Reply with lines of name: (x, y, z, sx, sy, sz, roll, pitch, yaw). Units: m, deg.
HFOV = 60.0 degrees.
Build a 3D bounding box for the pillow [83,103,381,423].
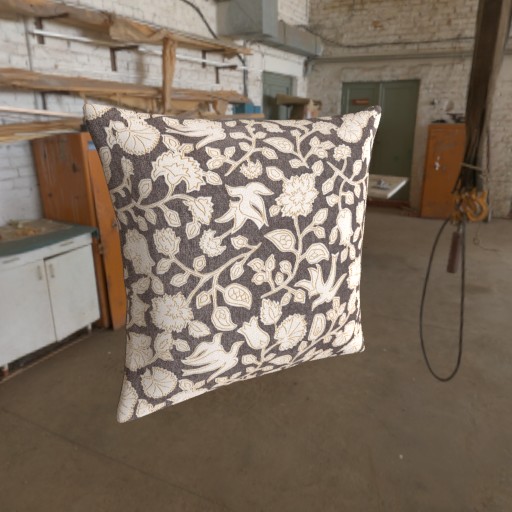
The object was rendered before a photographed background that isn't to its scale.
pillow: (0.000, 0.000, 0.782, 0.526, 0.507, 0.166, -9, 20, -26)
